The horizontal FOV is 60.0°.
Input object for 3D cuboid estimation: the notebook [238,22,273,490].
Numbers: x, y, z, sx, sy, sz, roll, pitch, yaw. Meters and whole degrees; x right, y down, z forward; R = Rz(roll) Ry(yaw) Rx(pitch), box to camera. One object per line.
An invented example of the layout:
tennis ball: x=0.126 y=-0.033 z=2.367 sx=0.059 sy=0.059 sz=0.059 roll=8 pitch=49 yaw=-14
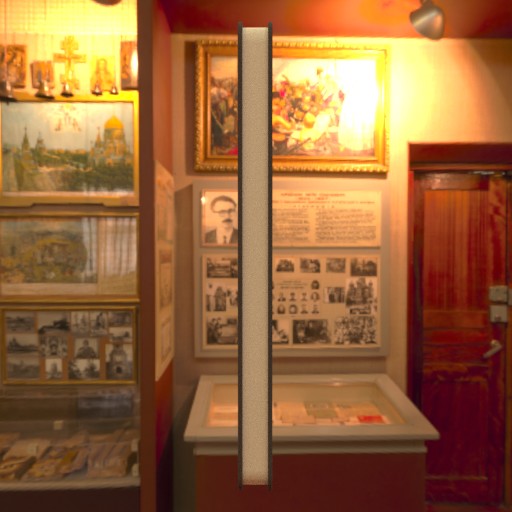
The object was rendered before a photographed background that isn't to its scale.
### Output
notebook: x=0.000 y=0.000 z=0.258 sx=0.016 sy=0.213 sz=0.127 roll=0 pitch=1 yaw=0
